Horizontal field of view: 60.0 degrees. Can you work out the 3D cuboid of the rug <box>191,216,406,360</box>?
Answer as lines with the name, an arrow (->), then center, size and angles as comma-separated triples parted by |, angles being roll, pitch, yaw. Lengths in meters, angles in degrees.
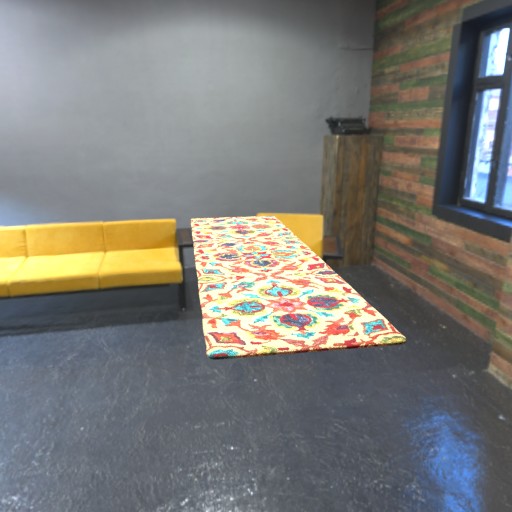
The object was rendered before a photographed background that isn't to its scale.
rug -> 0.000, 0.000, 2.533 | 0.693, 0.016, 2.273 | -3, 16, -9
